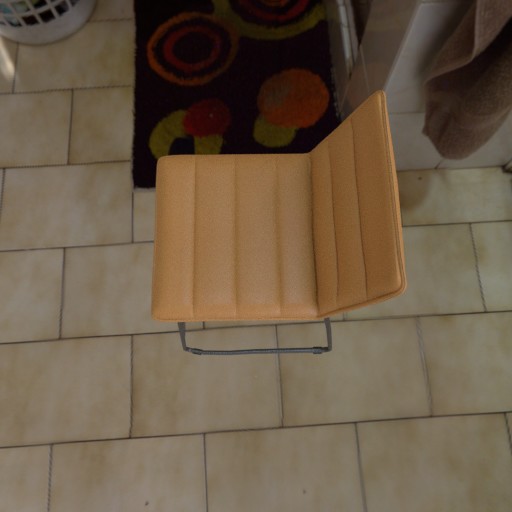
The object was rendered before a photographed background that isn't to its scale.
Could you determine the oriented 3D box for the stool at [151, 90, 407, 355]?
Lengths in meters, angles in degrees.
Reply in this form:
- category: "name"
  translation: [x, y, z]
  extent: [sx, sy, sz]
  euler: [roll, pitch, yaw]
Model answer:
- category: "stool"
  translation: [0.000, 0.000, 1.211]
  extent: [0.524, 0.936, 0.489]
  euler: [-1, 75, 0]
